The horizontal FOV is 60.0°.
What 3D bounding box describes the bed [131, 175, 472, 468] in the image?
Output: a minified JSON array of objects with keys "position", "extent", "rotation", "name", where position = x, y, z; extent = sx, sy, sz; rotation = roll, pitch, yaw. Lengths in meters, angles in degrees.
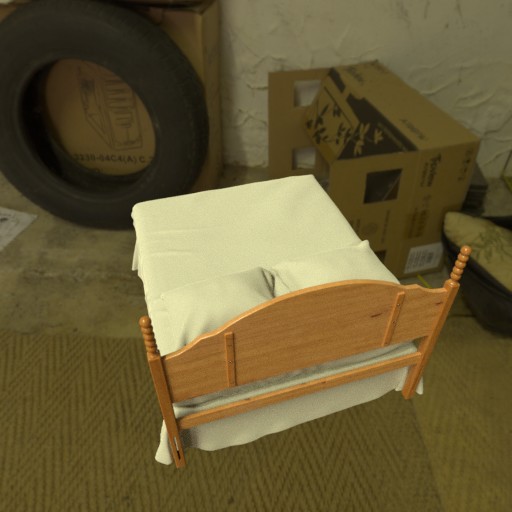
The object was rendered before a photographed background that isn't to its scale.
[{"position":[0.000,0.000,3.193],"extent":[1.873,1.356,2.040],"rotation":[-11,42,-13],"name":"bed"}]
